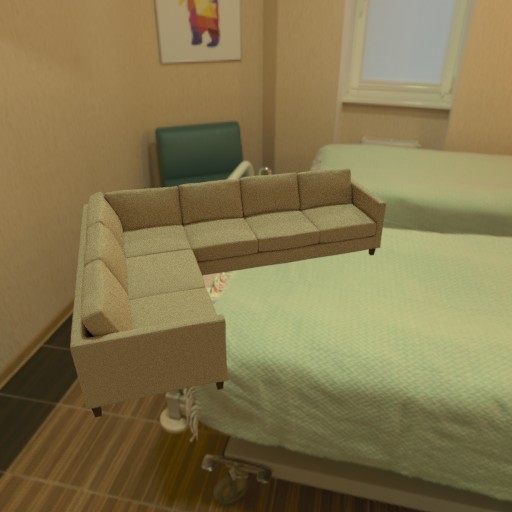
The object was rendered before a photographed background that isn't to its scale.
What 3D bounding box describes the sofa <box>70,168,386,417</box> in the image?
[{"bbox_3d":[0.000,0.000,4.303,3.182,0.863,2.432,-9,31,-15],"label":"sofa"}]
